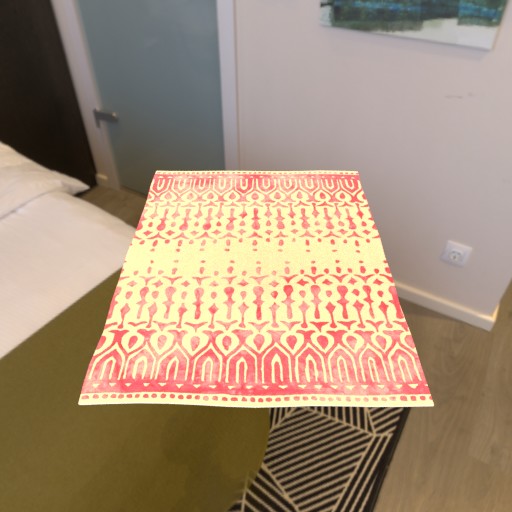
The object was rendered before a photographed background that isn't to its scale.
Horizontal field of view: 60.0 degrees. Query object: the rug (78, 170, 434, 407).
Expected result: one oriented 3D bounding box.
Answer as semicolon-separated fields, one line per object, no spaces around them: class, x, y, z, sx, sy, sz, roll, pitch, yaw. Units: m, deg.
rug;0.000;0.000;4.164;2.441;0.016;3.095;0;42;0
